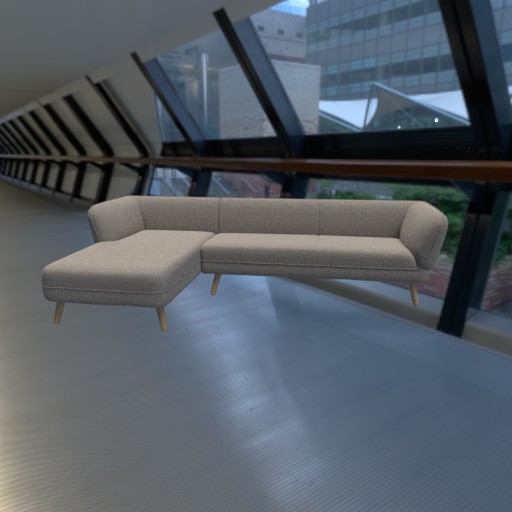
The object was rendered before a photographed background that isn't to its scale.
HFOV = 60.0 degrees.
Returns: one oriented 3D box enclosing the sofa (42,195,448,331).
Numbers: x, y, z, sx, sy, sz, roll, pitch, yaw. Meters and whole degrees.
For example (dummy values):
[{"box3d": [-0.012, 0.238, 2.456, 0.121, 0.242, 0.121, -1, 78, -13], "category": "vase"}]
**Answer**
[{"box3d": [0.000, 0.000, 3.259, 2.653, 0.693, 1.532, 2, 14, 9], "category": "sofa"}]
